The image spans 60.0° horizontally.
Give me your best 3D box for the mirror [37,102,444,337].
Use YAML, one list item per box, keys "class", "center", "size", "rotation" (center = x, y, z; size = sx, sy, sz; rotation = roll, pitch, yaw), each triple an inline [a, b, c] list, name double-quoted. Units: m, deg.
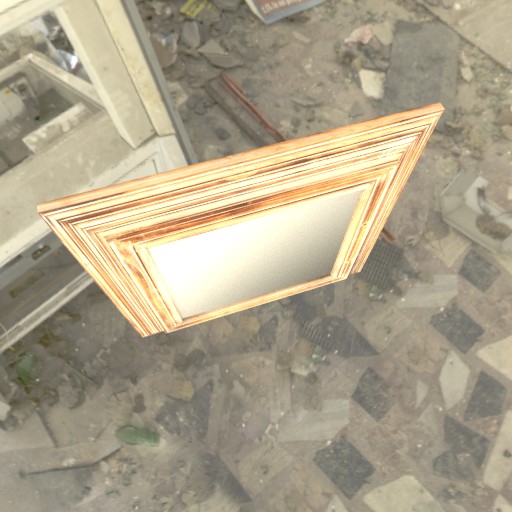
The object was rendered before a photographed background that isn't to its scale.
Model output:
- class: "mirror"
  center: [0.000, 0.000, 1.195]
  size: [0.804, 0.804, 0.061]
  rotation: [-16, 65, -8]
